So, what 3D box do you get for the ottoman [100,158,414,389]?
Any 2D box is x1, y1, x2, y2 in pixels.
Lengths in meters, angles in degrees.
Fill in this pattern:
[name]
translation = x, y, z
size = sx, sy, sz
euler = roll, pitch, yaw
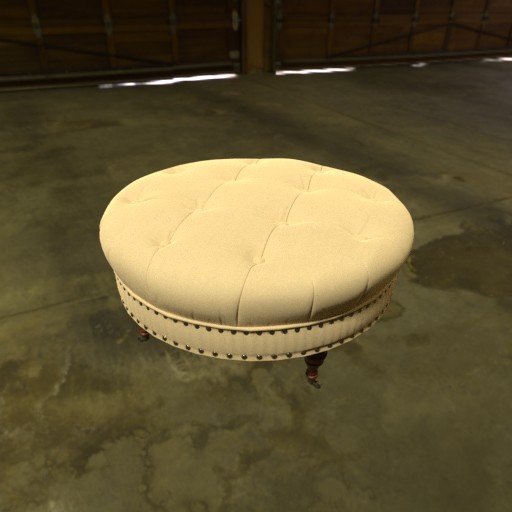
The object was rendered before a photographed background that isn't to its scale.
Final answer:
[ottoman]
translation = 0.000, 0.000, 1.396
size = 0.901, 0.439, 0.901
euler = 0, 30, 0
